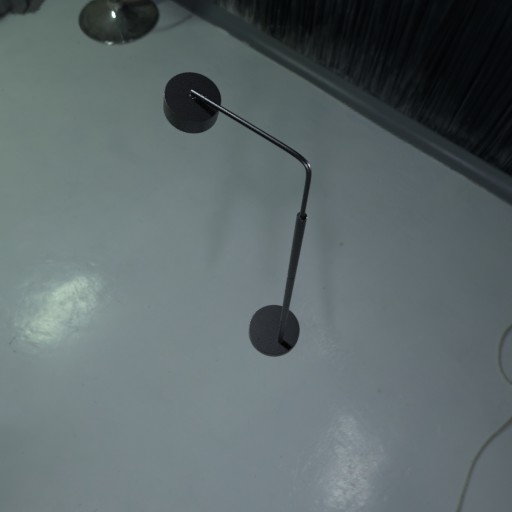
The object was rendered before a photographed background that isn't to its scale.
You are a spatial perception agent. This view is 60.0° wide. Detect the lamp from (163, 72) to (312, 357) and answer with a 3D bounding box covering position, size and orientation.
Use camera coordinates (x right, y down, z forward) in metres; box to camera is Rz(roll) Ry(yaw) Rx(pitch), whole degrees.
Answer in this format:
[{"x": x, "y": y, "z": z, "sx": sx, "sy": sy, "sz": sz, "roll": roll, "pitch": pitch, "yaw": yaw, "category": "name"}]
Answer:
[{"x": 0.000, "y": 0.000, "z": 1.406, "sx": 0.418, "sy": 1.230, "sz": 0.219, "roll": 36, "pitch": 69, "yaw": 16, "category": "lamp"}]
